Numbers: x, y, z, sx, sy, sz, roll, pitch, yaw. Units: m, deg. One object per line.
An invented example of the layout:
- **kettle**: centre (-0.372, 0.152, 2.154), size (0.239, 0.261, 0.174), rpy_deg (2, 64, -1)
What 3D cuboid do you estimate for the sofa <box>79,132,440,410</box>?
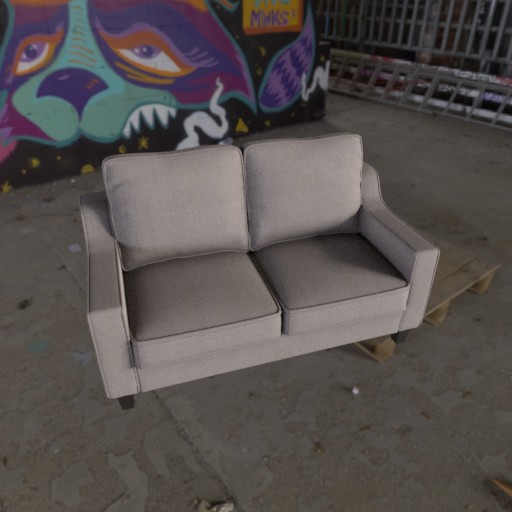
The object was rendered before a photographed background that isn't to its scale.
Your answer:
- **sofa**: centre (0.000, 0.000, 2.109), size (1.500, 0.948, 0.791), rpy_deg (-10, 33, -15)
